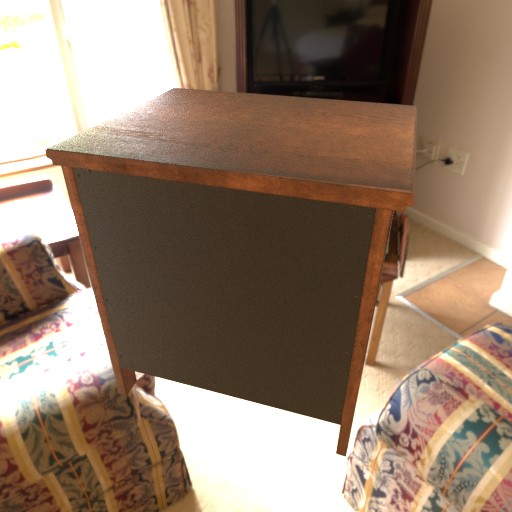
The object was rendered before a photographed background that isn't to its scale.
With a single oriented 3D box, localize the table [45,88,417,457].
[{"bbox_3d":[0.000,0.000,1.001,0.586,0.597,0.461,10,34,15],"label":"table"}]
